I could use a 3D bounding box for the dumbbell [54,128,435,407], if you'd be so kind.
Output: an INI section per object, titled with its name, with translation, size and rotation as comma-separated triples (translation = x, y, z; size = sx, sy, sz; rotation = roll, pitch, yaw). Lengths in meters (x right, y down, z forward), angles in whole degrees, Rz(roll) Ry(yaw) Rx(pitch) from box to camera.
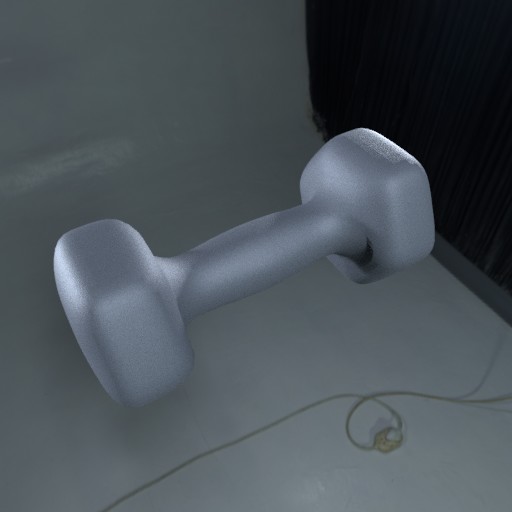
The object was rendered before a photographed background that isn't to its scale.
[dumbbell]
translation = 0.000, 0.000, 0.294
size = 0.240, 0.105, 0.116
rotation = -23, 51, -20
